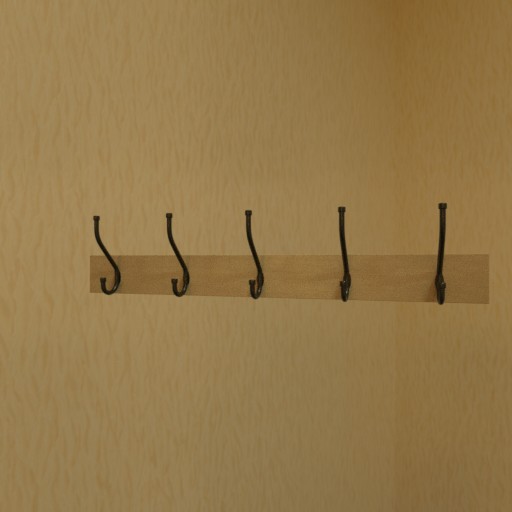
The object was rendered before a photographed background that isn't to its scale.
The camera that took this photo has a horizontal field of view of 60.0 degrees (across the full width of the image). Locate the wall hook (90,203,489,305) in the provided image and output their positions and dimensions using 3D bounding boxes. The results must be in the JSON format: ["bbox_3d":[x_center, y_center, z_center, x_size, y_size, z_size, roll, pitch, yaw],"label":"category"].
[{"bbox_3d":[0.000,0.000,0.598,0.571,0.117,0.071,0,0,18],"label":"wall hook"}]
